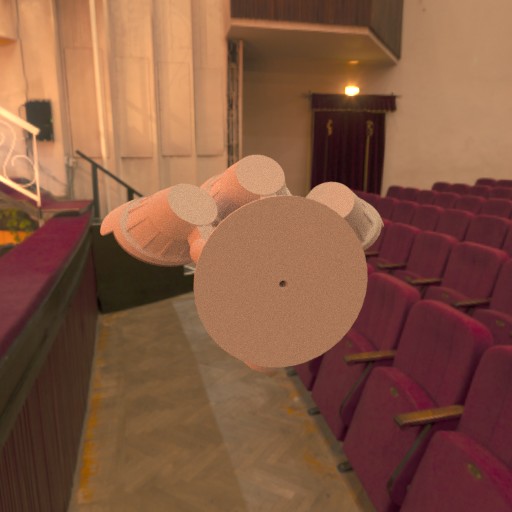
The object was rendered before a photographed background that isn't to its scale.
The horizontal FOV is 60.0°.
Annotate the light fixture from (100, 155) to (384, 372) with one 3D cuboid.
[{"bbox_3d":[0.000,0.000,0.533,0.369,0.237,0.278,-2,13,-10],"label":"light fixture"}]
